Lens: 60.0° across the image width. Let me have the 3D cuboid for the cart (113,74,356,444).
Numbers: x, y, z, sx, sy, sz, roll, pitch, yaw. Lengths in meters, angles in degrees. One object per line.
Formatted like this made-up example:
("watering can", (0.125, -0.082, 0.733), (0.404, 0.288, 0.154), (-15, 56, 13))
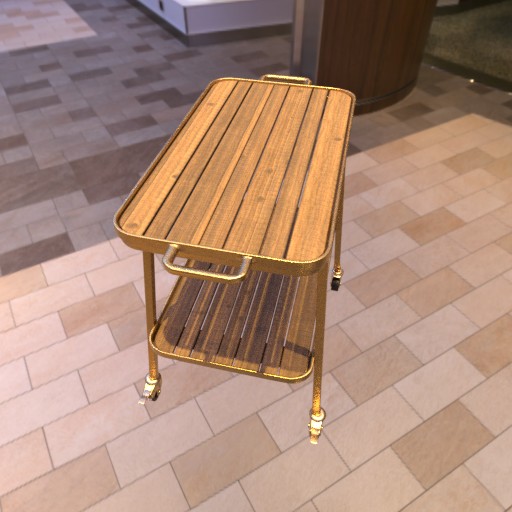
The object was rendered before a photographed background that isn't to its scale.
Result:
("cart", (0.000, 0.000, 1.247), (0.524, 0.700, 0.806), (9, 45, 9))
